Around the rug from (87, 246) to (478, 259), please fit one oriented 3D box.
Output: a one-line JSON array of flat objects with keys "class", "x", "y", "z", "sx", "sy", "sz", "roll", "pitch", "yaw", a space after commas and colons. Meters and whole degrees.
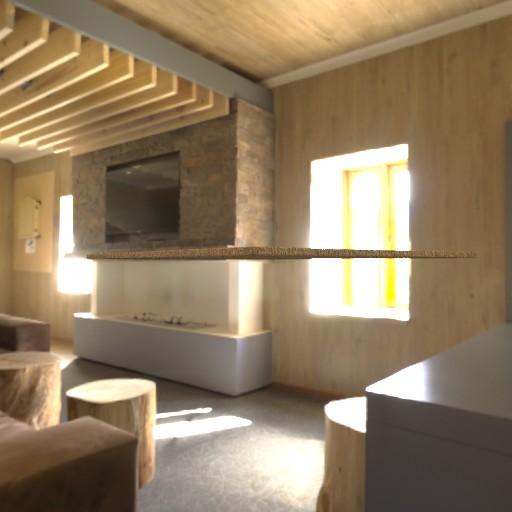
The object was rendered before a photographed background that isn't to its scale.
[{"class": "rug", "x": 0.000, "y": 0.000, "z": 2.184, "sx": 1.199, "sy": 0.025, "sz": 1.600, "roll": 1, "pitch": -1, "yaw": -36}]
